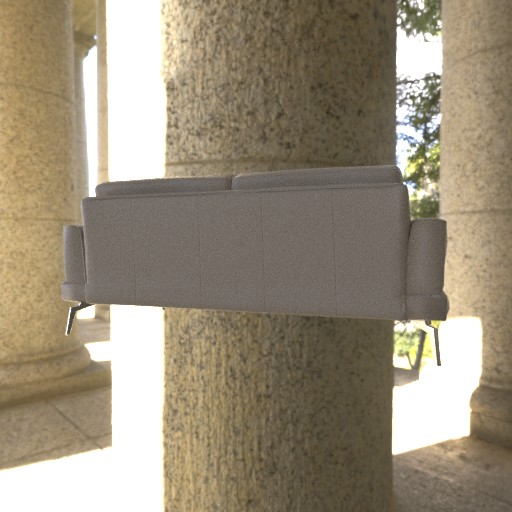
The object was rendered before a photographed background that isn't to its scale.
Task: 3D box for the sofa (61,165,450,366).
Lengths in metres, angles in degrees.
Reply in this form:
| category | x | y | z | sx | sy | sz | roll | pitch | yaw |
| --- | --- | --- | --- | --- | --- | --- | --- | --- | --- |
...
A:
| category | x | y | z | sx | sy | sz | roll | pitch | yaw |
| --- | --- | --- | --- | --- | --- | --- | --- | --- | --- |
| sofa | 0.000 | 0.000 | 2.782 | 2.177 | 0.930 | 1.121 | 1 | 2 | 19 |
